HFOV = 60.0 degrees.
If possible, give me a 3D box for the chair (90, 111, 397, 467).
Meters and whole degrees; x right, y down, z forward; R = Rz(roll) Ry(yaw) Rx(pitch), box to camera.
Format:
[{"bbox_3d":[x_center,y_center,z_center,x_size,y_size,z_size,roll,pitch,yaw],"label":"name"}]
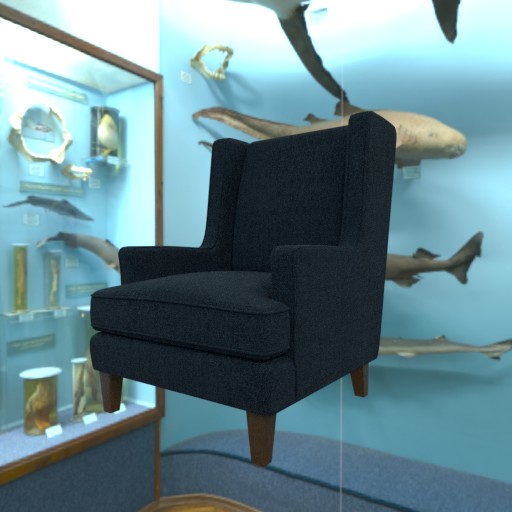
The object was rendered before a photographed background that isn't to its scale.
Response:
[{"bbox_3d":[0.000,0.000,1.677,0.764,1.072,0.947,1,1,36],"label":"chair"}]
